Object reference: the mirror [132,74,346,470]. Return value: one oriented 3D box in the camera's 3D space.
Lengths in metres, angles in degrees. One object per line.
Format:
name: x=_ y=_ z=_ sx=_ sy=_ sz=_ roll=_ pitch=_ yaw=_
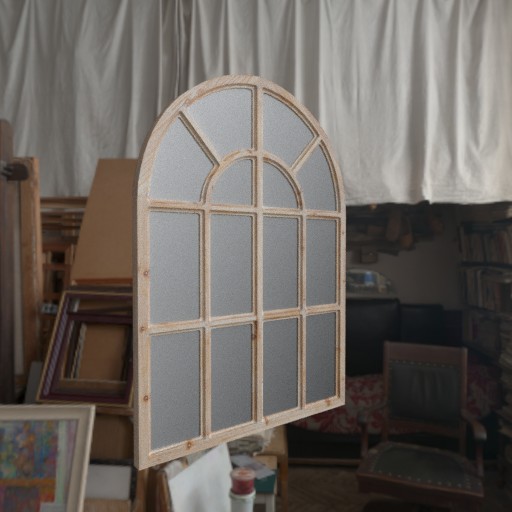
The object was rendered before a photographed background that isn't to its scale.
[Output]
mirror: x=0.000 y=0.000 z=1.161 sx=0.660 sy=0.920 sz=0.032 roll=-1 pitch=2 yaw=-37
